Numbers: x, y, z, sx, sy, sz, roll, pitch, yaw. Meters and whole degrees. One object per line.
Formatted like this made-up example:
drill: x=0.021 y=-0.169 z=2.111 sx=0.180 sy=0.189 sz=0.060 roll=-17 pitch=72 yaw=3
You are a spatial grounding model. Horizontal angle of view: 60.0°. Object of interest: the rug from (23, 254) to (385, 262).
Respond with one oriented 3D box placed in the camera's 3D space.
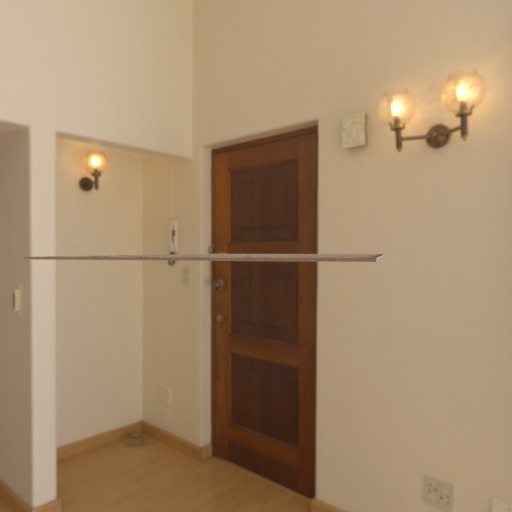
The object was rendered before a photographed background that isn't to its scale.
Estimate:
rug: x=0.000 y=0.000 z=2.916 sx=1.600 sy=0.013 sz=2.260 roll=0 pitch=1 yaw=17
